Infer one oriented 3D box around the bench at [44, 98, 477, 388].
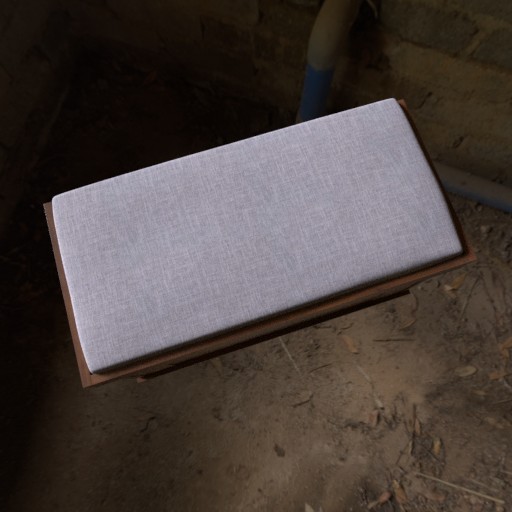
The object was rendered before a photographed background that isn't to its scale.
[{"bbox_3d":[0.000,0.000,1.020,0.734,0.461,0.362,-17,76,-4],"label":"bench"}]
